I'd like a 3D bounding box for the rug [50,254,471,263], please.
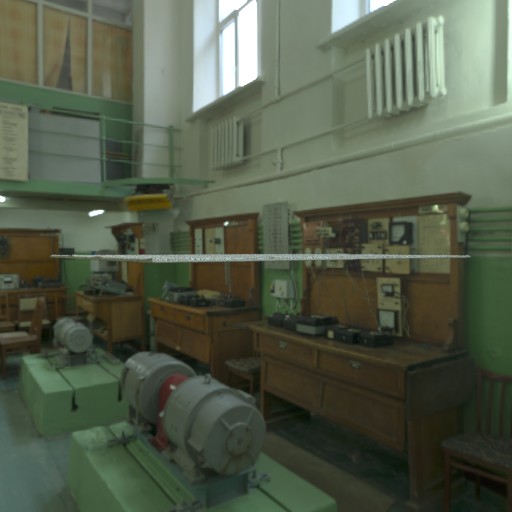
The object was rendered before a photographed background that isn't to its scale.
[{"bbox_3d":[0.000,0.000,4.091,3.052,0.030,2.429,0,1,-36],"label":"rug"}]
